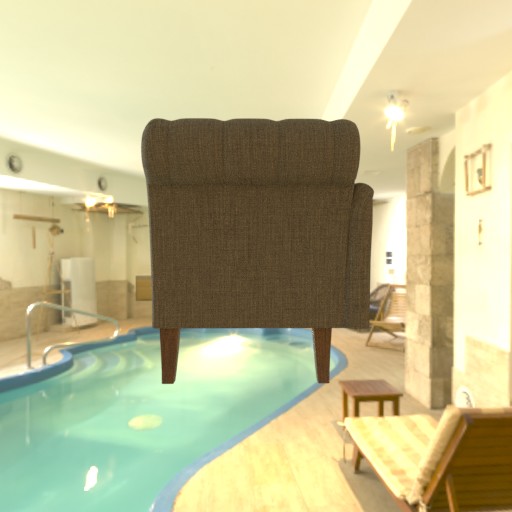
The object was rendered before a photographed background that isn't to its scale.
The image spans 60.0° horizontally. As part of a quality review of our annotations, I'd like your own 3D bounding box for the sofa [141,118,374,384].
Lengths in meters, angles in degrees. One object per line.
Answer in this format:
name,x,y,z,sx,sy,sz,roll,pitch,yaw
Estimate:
sofa,0.000,0.000,1.862,0.675,0.787,1.379,0,0,-1
